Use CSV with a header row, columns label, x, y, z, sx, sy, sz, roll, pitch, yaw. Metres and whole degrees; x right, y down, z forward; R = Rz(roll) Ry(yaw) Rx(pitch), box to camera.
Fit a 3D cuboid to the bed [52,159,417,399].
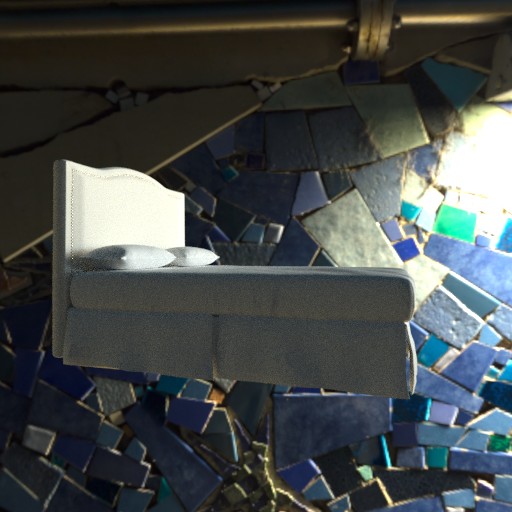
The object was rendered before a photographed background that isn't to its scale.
label,x,y,z,sx,sy,sz,roll,pitch,yaw
bed,0.000,0.000,3.385,2.282,1.436,1.821,0,0,18
